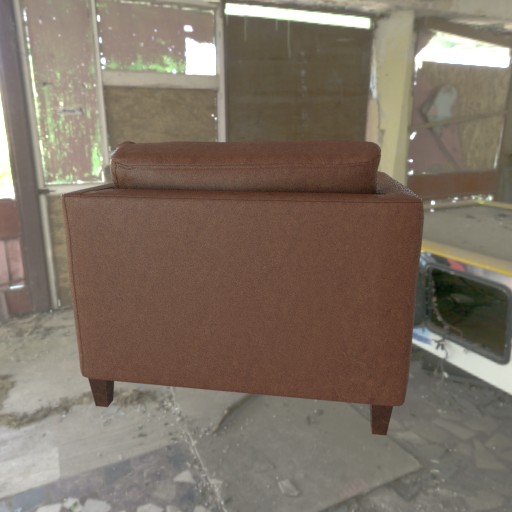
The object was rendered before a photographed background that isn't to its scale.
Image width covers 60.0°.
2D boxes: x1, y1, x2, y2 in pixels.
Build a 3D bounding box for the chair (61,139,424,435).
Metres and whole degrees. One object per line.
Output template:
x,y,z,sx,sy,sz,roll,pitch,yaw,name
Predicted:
0.000,0.000,1.792,1.107,0.917,0.959,2,16,9,chair
